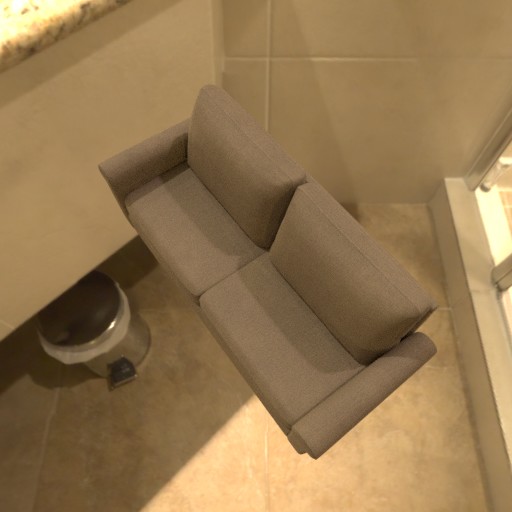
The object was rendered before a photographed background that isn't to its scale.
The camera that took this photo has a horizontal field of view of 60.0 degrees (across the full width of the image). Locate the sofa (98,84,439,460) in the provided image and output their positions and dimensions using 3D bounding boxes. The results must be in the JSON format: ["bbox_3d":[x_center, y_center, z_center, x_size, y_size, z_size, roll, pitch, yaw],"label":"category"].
[{"bbox_3d":[0.000,0.000,2.426,0.842,0.942,1.935,-34,68,-16],"label":"sofa"}]
